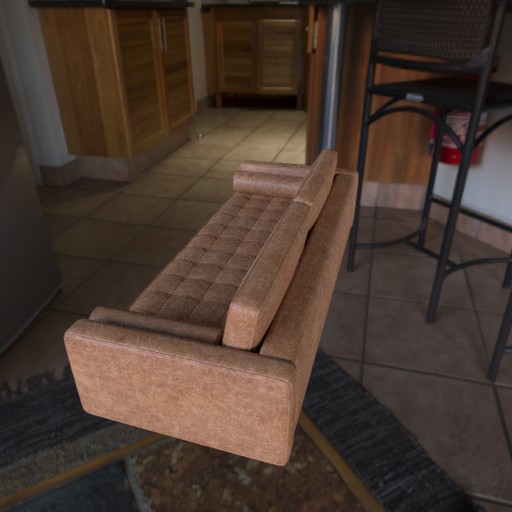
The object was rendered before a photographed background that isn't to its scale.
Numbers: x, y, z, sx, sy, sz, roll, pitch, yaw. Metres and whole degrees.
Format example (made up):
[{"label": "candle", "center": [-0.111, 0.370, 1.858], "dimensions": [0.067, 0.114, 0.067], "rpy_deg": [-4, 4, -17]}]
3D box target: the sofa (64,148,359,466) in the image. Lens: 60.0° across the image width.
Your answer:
[{"label": "sofa", "center": [0.000, 0.000, 2.553], "dimensions": [0.919, 0.770, 2.200], "rpy_deg": [9, 31, 15]}]
